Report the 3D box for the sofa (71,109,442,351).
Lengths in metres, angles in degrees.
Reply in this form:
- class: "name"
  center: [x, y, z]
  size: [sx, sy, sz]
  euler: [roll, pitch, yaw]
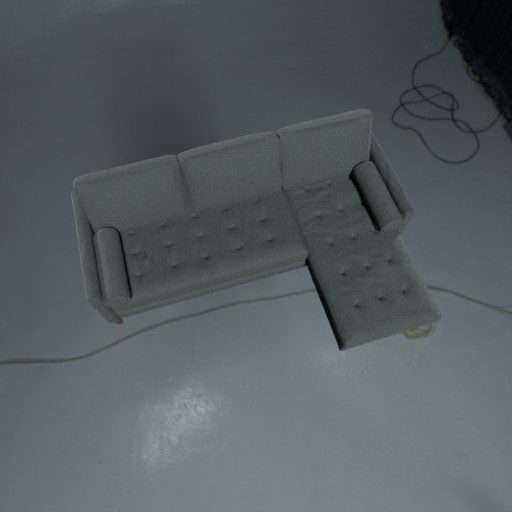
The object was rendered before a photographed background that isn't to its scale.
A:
- class: "sofa"
  center: [0.000, 0.000, 2.971]
  size: [2.178, 0.876, 1.506]
  euler: [-15, 65, -7]
